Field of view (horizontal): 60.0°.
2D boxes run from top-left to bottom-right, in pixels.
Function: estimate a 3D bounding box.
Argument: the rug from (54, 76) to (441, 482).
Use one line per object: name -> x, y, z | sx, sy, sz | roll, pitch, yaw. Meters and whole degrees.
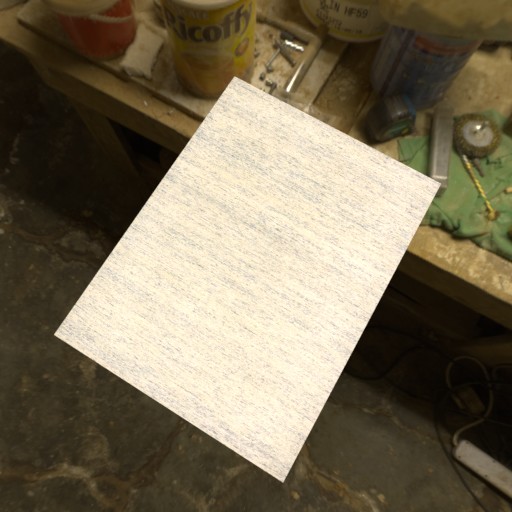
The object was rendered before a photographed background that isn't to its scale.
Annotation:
rug -> 0.000, 0.000, 4.281 | 2.438, 0.006, 3.197 | 30, 78, 7
